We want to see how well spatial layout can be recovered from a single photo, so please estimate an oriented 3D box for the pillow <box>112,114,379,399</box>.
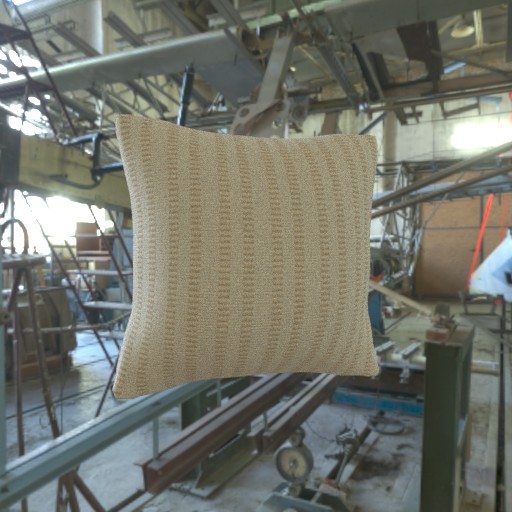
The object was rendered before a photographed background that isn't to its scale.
[{"bbox_3d":[0.000,0.000,0.709,0.438,0.419,0.247,0,1,-16],"label":"pillow"}]
